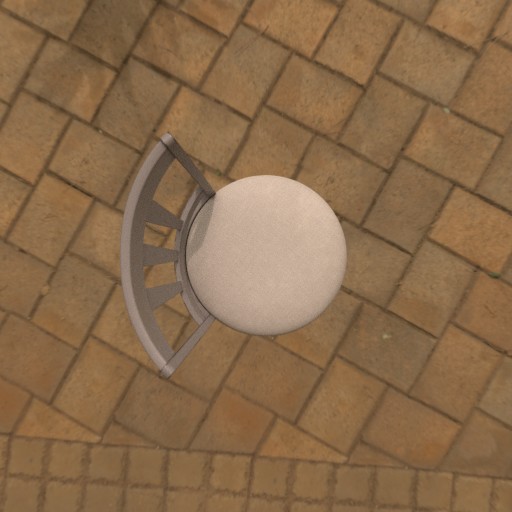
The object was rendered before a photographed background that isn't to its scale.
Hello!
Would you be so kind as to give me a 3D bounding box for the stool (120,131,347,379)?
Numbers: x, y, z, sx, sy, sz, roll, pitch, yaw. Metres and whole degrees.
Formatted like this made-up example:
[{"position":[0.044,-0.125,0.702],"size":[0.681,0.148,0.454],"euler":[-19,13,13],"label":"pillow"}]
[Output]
[{"position":[0.000,0.000,1.274],"size":[0.475,1.023,0.436],"euler":[0,90,0],"label":"stool"}]
